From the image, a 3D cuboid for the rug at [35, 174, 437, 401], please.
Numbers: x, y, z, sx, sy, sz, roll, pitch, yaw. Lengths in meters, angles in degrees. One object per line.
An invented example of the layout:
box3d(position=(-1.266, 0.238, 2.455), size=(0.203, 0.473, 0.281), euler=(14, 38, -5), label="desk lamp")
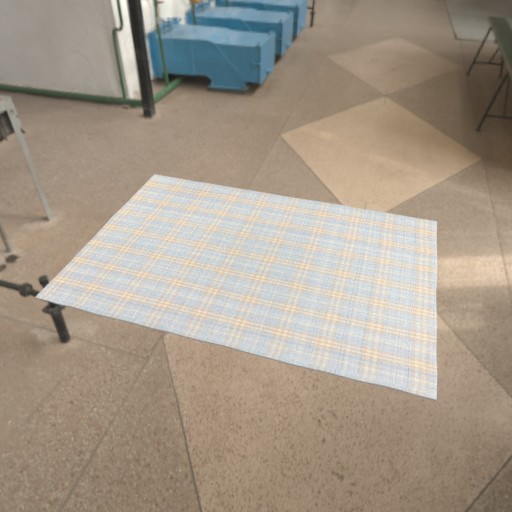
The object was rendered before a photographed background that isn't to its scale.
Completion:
box3d(position=(0.000, 0.000, 2.348), size=(1.835, 0.012, 1.231), euler=(11, 42, 13), label="rug")
